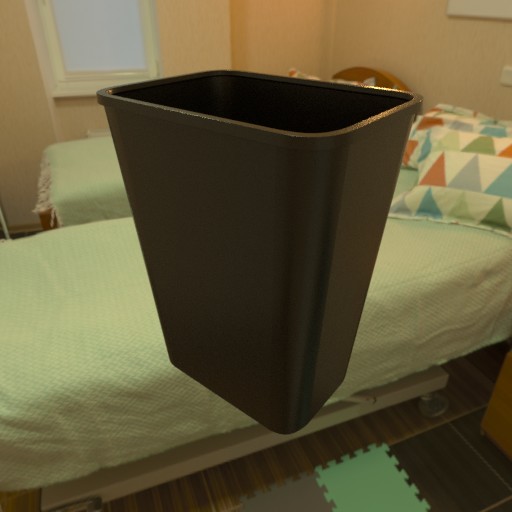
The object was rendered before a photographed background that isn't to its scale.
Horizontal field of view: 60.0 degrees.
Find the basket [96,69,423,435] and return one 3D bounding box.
[{"bbox_3d":[0.000,0.000,0.741,0.394,0.521,0.287,22,37,33],"label":"basket"}]
